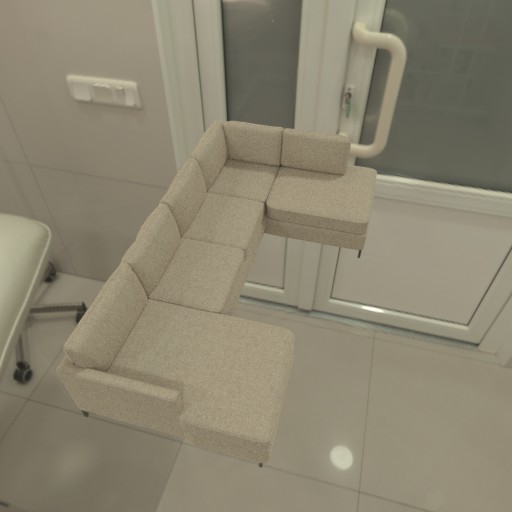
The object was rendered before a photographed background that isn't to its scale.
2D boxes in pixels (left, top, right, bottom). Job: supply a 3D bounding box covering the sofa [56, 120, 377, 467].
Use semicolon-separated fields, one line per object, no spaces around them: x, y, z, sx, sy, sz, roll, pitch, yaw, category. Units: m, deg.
0.000;0.000;4.216;2.021;0.996;3.423;11;46;10;sofa
